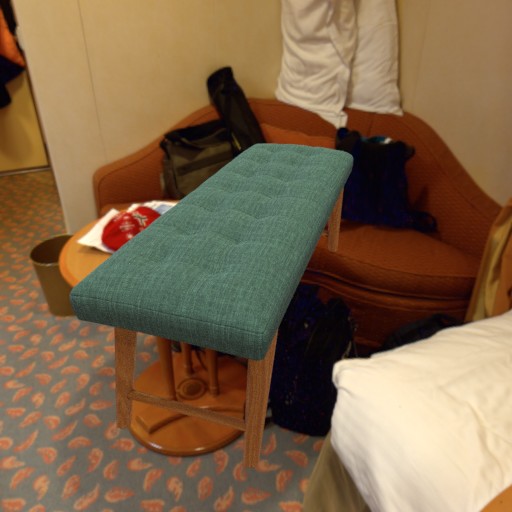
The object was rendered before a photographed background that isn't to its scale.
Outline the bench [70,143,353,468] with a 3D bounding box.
[{"bbox_3d":[0.000,0.000,1.349,0.406,0.432,1.118,9,30,16],"label":"bench"}]
